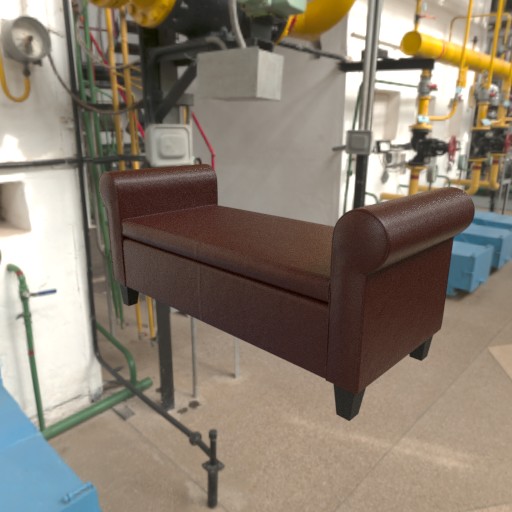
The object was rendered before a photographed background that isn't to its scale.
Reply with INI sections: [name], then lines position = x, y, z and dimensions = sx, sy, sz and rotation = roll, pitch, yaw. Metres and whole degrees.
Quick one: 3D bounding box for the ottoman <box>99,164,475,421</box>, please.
[ottoman]
position = 0.000, 0.000, 1.570
dimensions = 1.256, 0.547, 0.521
rotation = 15, 23, 42
